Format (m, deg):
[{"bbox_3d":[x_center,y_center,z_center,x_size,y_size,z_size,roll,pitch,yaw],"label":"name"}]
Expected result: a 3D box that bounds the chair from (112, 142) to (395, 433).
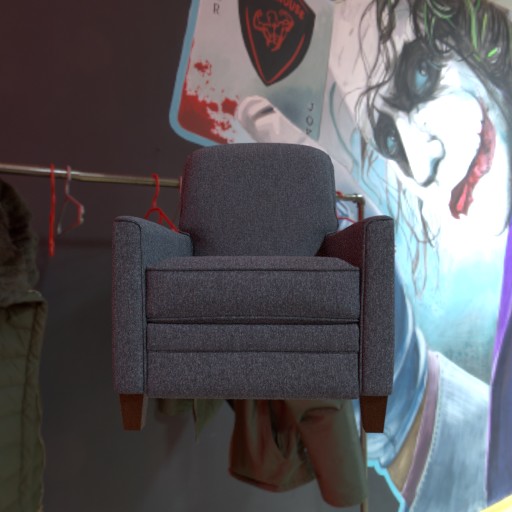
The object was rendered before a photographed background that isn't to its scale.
[{"bbox_3d":[0.000,0.000,1.636,0.839,1.016,0.850,0,0,2],"label":"chair"}]
